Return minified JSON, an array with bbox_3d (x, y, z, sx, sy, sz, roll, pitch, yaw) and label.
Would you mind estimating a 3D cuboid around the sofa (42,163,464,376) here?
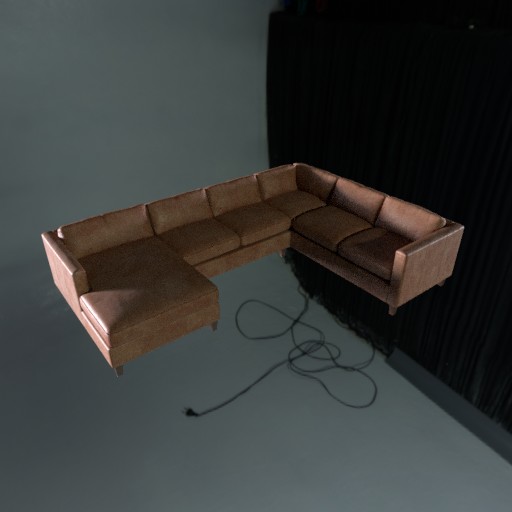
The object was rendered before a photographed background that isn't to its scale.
[{"bbox_3d":[0.000,0.000,4.507,3.401,0.832,2.430,-21,37,-32],"label":"sofa"}]
